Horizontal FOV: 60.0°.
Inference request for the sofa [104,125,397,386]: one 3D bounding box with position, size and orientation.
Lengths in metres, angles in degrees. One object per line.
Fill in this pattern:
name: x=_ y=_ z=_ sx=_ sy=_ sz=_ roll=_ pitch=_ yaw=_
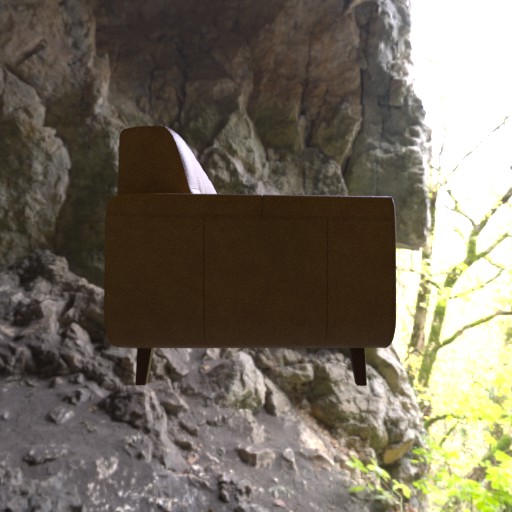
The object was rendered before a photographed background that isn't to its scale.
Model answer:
sofa: x=0.000 y=0.000 z=2.213 sx=0.952 sy=0.925 sz=1.651 roll=0 pitch=0 yaw=0
